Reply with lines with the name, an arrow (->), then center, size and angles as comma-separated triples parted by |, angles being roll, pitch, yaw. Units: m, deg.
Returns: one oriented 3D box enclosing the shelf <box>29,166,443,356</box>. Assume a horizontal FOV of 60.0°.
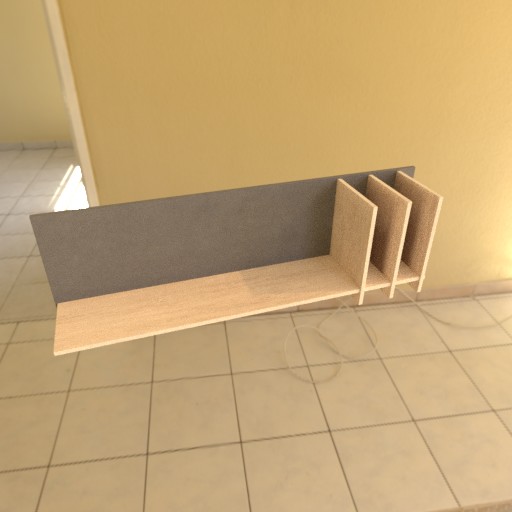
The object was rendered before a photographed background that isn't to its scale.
shelf -> 0.000, 0.000, 1.143 | 1.020, 0.300, 0.200 | -10, 33, -15
